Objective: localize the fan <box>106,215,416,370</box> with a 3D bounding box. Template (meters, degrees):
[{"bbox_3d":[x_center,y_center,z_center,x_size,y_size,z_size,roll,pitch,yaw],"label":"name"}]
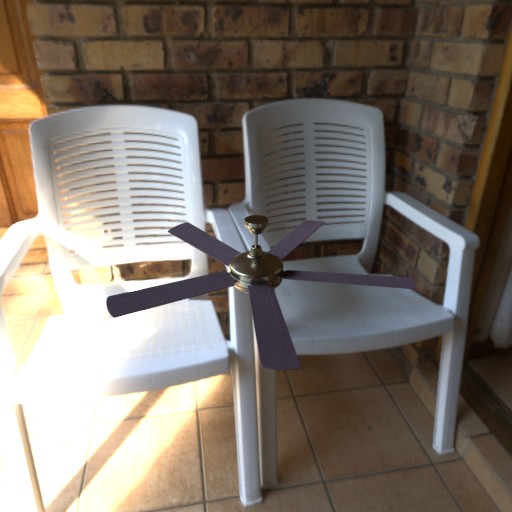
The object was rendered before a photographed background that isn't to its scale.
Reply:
[{"bbox_3d":[0.000,0.000,2.008,1.321,0.356,1.321,-8,28,-15],"label":"fan"}]
